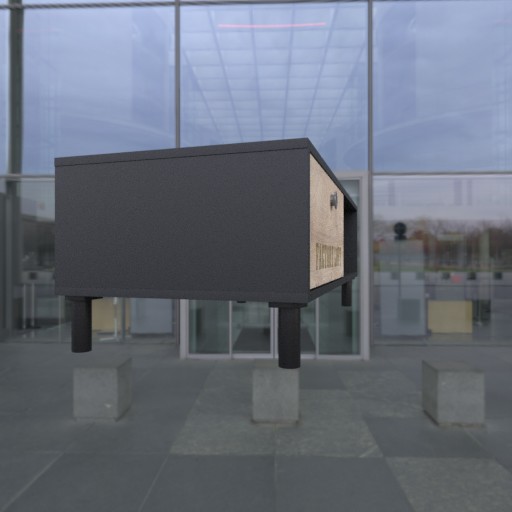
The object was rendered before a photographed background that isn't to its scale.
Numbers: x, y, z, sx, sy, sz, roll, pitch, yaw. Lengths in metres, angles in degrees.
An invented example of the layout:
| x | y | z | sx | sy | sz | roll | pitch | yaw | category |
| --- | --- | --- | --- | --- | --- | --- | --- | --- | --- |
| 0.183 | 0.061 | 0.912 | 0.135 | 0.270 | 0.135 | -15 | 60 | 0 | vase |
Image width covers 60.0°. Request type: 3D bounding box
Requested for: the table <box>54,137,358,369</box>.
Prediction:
| x | y | z | sx | sy | sz | roll | pitch | yaw | category |
| --- | --- | --- | --- | --- | --- | --- | --- | --- | --- |
| 0.000 | 0.000 | 1.355 | 0.550 | 0.400 | 1.100 | 0 | 0 | 17 | table |
